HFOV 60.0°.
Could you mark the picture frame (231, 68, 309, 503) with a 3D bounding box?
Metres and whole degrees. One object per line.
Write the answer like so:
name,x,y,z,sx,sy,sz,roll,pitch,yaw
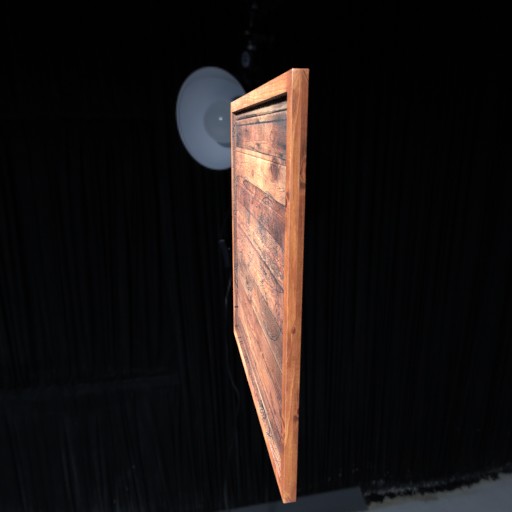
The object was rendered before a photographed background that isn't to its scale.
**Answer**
picture frame,0.000,0.000,1.172,0.029,0.817,0.810,-3,16,-9
